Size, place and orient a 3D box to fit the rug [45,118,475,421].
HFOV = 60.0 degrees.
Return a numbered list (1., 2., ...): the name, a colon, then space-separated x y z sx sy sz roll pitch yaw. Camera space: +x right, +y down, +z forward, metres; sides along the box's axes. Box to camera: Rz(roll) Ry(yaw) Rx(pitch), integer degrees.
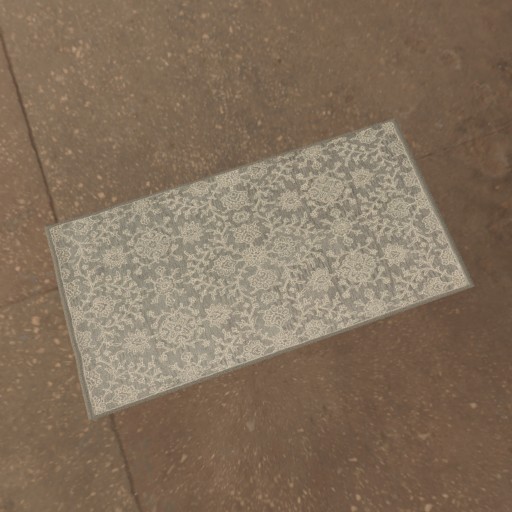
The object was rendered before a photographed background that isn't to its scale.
1. rug: 0.000 0.000 3.483 3.048 0.011 1.546 -18 76 -5
